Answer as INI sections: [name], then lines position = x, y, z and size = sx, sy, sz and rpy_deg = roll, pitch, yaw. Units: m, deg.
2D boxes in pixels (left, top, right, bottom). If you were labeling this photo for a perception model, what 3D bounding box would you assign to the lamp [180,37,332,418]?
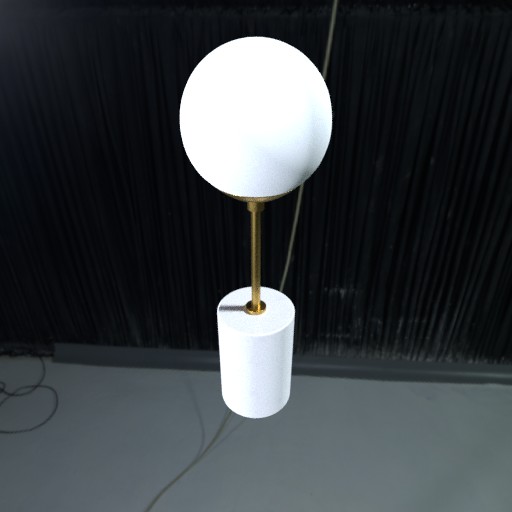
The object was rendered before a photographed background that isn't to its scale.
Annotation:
[lamp]
position = 0.000, 0.000, 0.540
size = 0.153, 0.480, 0.153
rpy_deg = 0, 32, 0
